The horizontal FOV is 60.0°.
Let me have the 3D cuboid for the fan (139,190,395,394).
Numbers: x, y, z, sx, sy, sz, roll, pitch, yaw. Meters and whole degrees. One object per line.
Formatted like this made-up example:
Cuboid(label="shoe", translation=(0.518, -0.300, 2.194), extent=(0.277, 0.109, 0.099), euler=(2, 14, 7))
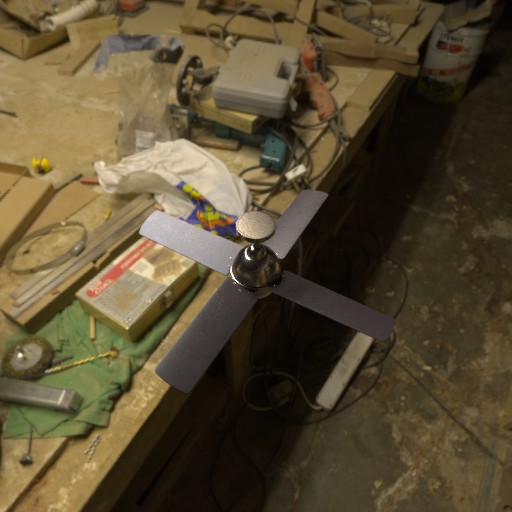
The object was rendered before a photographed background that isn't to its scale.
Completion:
Cuboid(label="fan", translation=(0.000, 0.000, 2.020), extent=(1.332, 0.403, 1.332), euler=(24, 52, 20))
